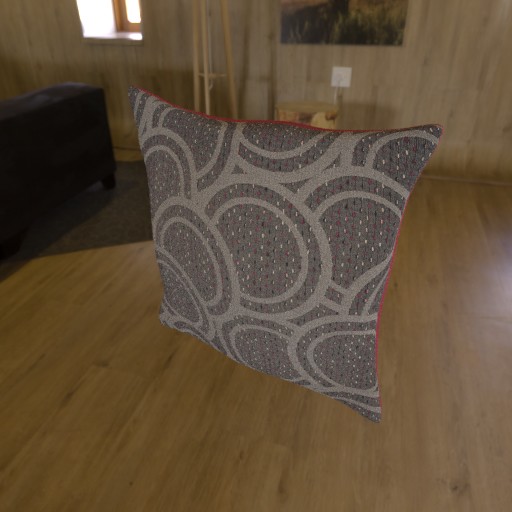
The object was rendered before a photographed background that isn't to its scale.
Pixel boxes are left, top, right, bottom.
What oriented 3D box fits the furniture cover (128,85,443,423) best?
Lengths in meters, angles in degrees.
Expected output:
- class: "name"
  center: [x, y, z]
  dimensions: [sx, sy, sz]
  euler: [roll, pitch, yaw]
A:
- class: "furniture cover"
  center: [0.000, 0.000, 0.761]
  dimensions: [0.514, 0.513, 0.163]
  euler: [18, 35, 28]
